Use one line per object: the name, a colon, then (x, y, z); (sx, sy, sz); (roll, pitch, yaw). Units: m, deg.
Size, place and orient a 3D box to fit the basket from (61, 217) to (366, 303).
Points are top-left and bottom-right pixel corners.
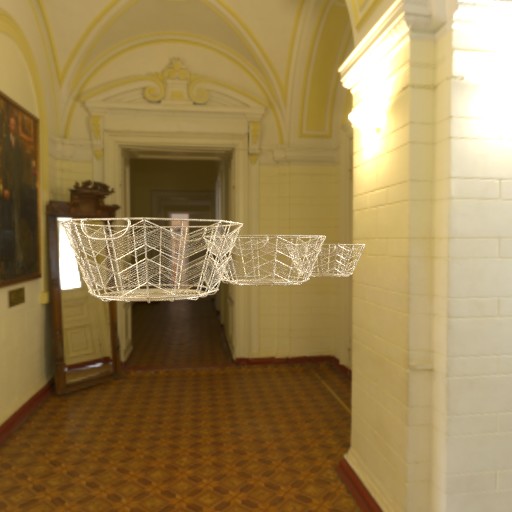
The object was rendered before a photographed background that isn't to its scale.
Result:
basket: (0.000, 0.000, 1.401); (0.432, 0.178, 1.246); (1, 2, 37)
